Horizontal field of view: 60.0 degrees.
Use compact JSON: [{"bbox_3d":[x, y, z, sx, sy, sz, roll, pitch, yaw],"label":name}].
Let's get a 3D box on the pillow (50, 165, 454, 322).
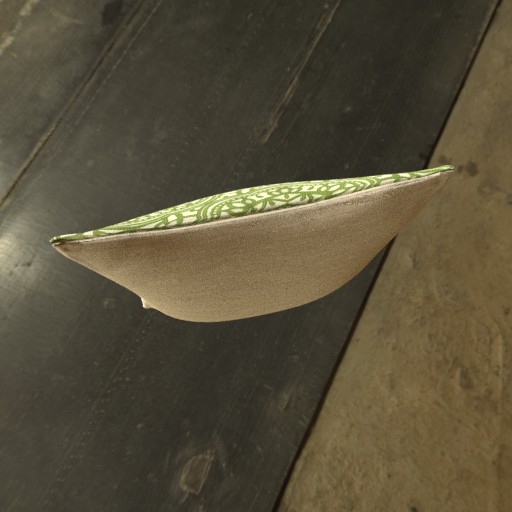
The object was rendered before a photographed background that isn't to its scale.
[{"bbox_3d":[0.000,0.000,0.664,0.440,0.419,0.162,-11,76,-3],"label":"pillow"}]
